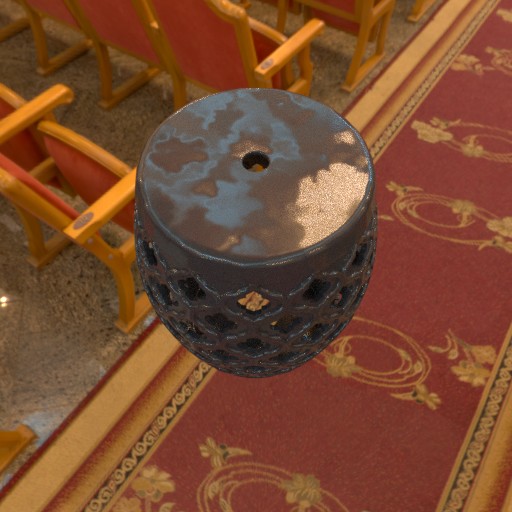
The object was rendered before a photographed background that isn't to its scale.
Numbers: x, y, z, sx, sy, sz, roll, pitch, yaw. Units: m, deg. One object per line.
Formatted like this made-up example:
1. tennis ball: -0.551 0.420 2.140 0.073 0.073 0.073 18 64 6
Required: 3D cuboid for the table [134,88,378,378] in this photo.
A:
1. table: 0.000 0.000 0.645 0.325 0.388 0.325 0 58 0
